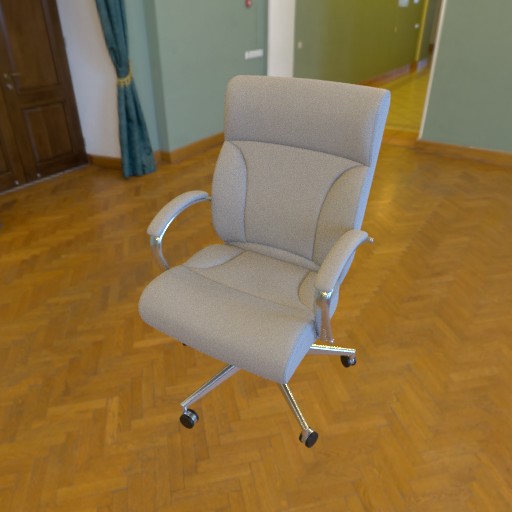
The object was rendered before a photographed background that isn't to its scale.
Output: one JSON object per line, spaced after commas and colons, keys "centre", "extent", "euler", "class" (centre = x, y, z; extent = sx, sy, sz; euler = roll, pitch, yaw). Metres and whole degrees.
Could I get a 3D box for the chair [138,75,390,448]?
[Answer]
{"centre": [0.000, 0.000, 1.553], "extent": [0.727, 1.099, 0.745], "euler": [17, 35, 27], "class": "chair"}
